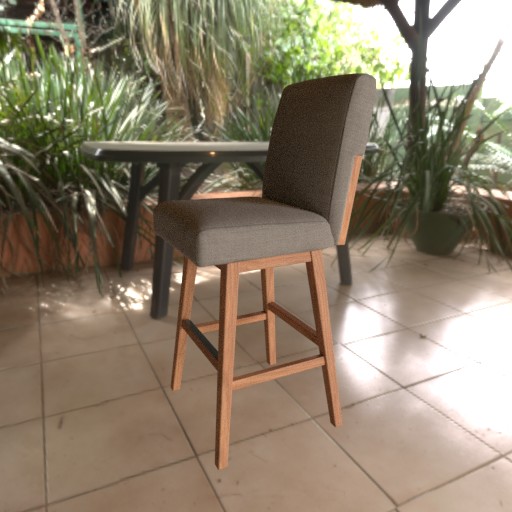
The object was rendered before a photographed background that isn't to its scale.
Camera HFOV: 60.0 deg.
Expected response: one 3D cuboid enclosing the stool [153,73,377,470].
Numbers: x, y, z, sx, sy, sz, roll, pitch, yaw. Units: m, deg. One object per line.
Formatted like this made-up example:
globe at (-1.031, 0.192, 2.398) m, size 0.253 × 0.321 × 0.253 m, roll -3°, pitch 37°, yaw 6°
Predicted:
stool at (0.000, 0.000, 1.447) m, size 0.570 × 1.112 × 0.483 m, roll -8°, pitch 18°, yaw -26°
